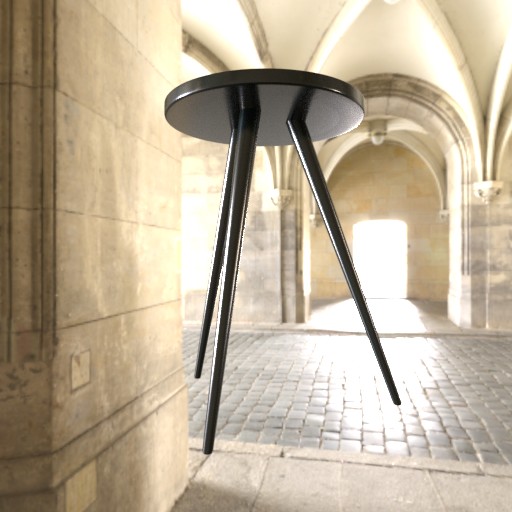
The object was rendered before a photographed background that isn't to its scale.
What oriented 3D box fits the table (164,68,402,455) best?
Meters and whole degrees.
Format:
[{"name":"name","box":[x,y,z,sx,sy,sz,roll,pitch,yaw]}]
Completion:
[{"name":"table","box":[0.000,0.000,0.849,0.403,0.548,0.415,0,0,-36]}]
